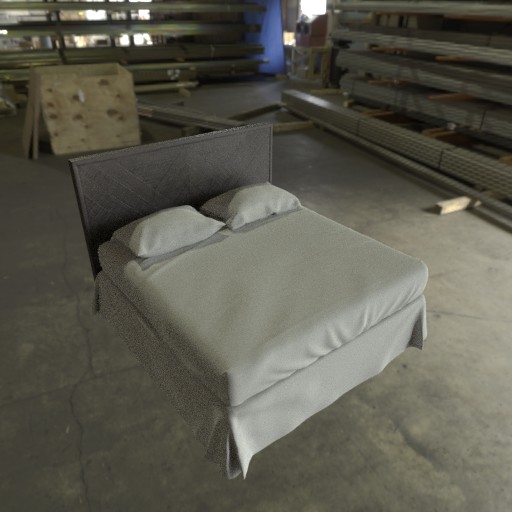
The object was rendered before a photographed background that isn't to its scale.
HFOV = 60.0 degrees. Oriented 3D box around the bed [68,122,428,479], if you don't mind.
[{"bbox_3d":[0.000,0.000,2.860,1.772,1.142,1.785,-21,36,-32],"label":"bed"}]
